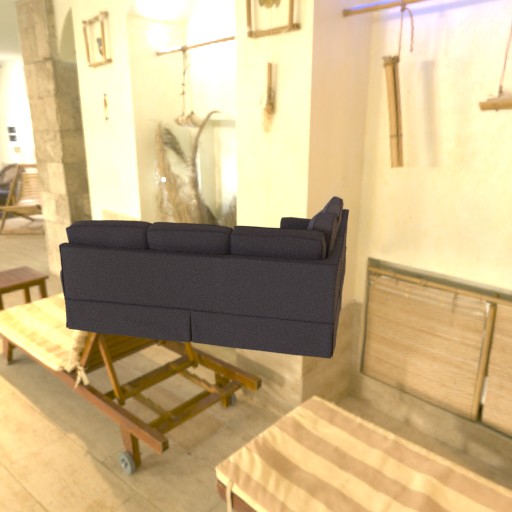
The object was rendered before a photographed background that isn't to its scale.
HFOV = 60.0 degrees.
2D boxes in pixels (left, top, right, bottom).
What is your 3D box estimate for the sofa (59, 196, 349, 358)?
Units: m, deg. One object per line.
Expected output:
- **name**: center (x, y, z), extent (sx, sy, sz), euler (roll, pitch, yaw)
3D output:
- **sofa**: center (0.000, 0.000, 5.088), extent (2.874, 1.169, 3.773), euler (15, 22, 42)
